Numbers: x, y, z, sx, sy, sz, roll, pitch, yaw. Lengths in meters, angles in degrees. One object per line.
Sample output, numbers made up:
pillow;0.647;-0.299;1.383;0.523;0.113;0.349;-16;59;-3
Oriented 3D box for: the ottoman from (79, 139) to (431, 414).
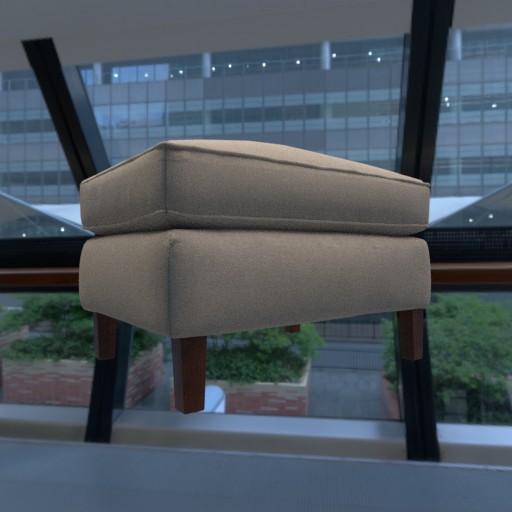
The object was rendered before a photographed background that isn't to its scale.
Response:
ottoman;0.000;0.000;0.987;0.665;0.456;0.501;0;0;-36
